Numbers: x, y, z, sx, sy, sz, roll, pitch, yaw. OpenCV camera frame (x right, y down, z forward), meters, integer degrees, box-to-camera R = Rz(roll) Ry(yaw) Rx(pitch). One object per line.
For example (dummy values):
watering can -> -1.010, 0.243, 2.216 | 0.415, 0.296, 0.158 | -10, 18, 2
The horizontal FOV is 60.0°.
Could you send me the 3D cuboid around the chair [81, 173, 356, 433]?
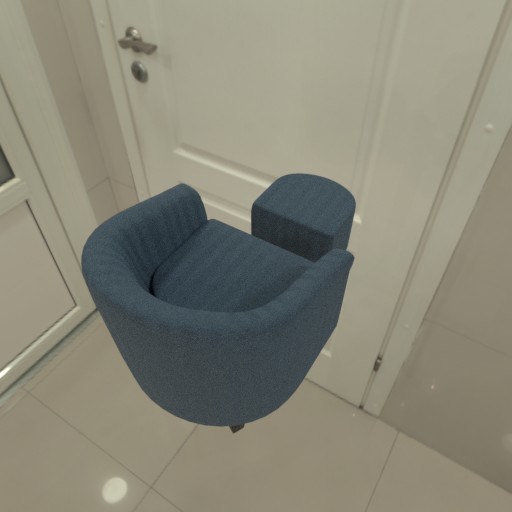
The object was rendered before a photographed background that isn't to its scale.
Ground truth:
chair -> 0.000, 0.000, 1.751 | 0.756, 0.757, 1.288 | 25, 51, 22
